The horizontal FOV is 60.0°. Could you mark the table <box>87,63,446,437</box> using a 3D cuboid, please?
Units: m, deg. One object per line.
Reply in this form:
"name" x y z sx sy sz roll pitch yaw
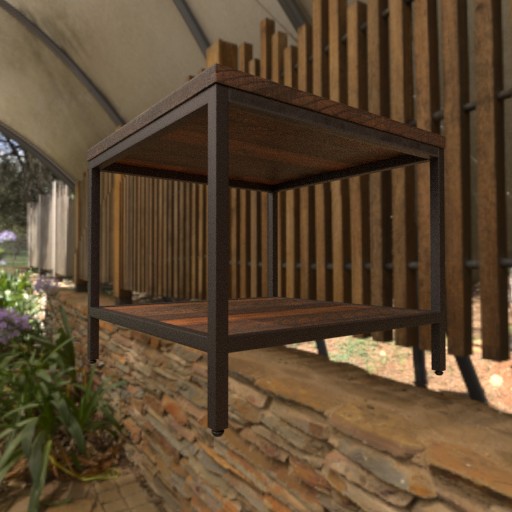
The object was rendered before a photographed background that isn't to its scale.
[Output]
"table" 0.000 0.000 0.950 0.548 0.482 0.553 1 -1 -37
